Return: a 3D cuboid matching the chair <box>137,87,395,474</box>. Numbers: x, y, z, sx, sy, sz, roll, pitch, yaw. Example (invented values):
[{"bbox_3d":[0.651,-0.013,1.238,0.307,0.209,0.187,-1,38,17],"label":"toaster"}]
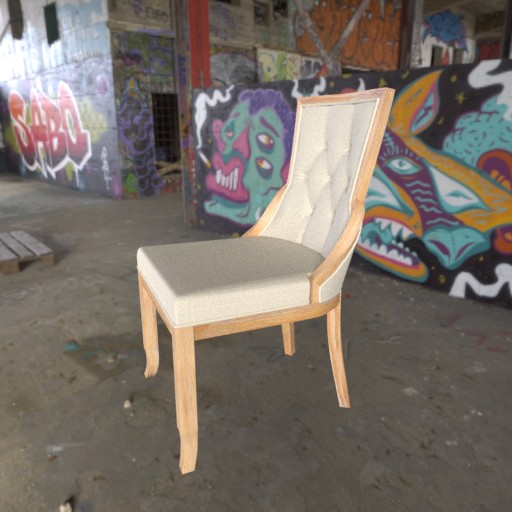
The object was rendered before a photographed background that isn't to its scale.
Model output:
[{"bbox_3d":[0.000,0.000,1.349,0.641,0.947,0.524,-7,18,-23],"label":"chair"}]
